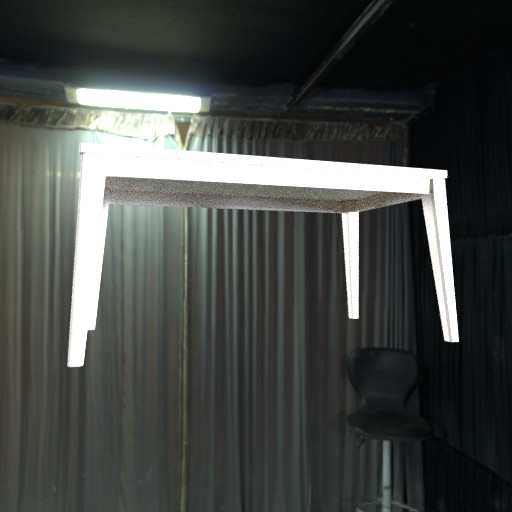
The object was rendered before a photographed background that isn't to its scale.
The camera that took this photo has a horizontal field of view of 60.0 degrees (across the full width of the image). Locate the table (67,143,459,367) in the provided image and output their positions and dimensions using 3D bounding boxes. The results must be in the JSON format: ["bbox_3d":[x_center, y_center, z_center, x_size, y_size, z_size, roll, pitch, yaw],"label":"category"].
[{"bbox_3d":[0.000,0.000,2.148,1.600,0.760,0.900,0,-1,-17],"label":"table"}]
